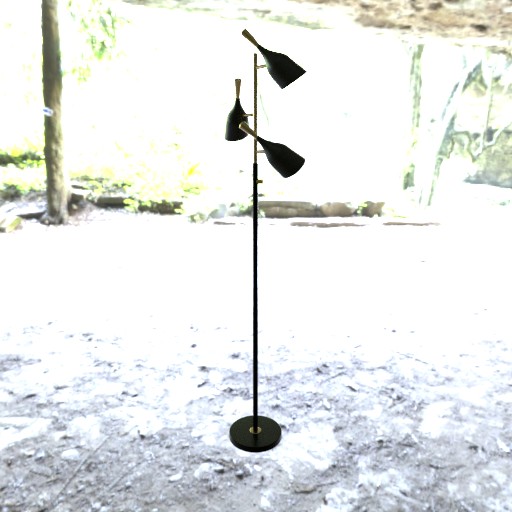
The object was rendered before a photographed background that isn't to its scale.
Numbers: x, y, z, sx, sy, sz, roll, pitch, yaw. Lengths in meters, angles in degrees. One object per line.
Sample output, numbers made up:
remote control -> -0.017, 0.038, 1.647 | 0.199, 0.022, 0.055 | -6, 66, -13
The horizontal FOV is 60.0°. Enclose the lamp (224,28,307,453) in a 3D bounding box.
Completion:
lamp -> 0.000, 0.000, 1.919 | 0.253, 1.778, 0.434 | -13, 19, -42
